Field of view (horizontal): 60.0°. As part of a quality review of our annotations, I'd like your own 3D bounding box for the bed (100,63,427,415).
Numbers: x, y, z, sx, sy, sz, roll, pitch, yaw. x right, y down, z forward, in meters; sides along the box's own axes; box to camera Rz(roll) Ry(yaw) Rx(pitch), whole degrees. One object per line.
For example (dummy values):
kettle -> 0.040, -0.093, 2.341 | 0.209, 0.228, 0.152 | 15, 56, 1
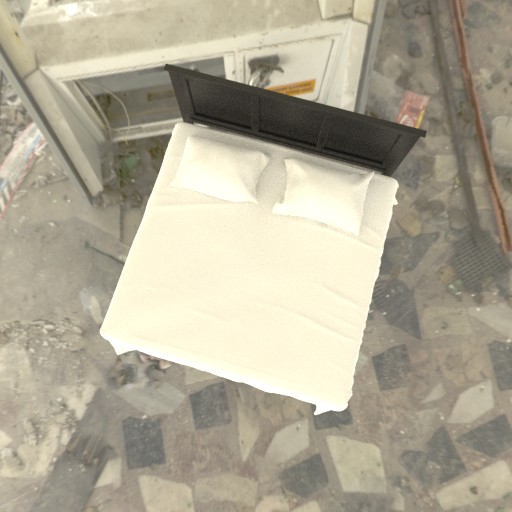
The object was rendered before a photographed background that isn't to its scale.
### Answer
bed -> 0.000, 0.000, 3.651 | 2.315, 1.271, 2.219 | 16, 77, 4
